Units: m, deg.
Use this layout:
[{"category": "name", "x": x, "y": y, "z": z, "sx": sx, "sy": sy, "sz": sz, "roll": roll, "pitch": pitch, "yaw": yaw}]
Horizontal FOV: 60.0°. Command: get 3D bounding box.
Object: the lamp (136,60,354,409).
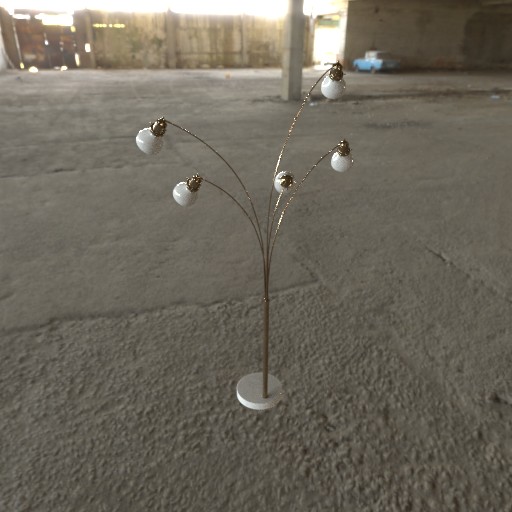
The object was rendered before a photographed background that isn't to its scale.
[{"category": "lamp", "x": 0.000, "y": 0.000, "z": 3.005, "sx": 1.405, "sy": 2.423, "sz": 0.361, "roll": -9, "pitch": 27, "yaw": -18}]
